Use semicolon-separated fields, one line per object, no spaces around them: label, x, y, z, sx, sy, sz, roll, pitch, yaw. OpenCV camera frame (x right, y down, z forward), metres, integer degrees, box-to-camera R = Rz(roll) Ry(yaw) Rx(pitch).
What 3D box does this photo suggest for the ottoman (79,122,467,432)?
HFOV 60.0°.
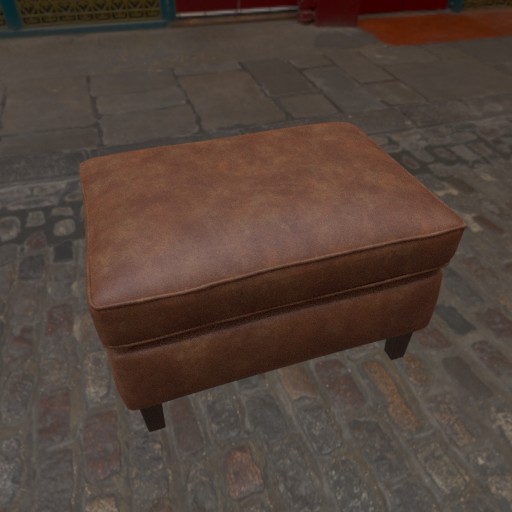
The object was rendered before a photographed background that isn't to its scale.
ottoman;0.000;0.000;0.979;0.665;0.418;0.501;-12;42;-14
